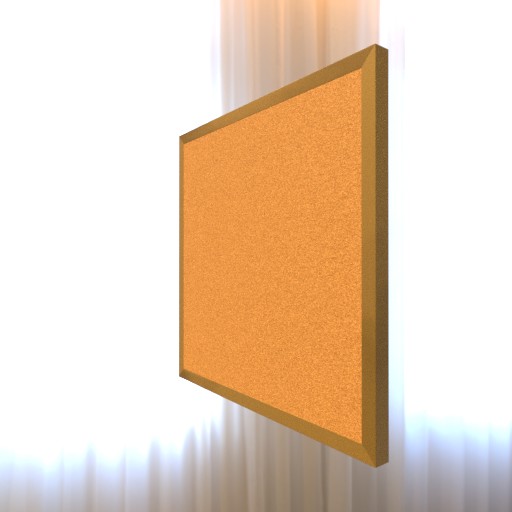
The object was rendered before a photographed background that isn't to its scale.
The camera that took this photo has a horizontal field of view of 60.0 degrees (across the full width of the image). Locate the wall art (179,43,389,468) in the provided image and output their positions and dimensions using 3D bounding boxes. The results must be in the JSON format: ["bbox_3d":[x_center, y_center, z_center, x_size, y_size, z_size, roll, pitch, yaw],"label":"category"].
[{"bbox_3d":[0.000,0.000,1.111,0.038,0.762,0.762,0,0,-37],"label":"wall art"}]
